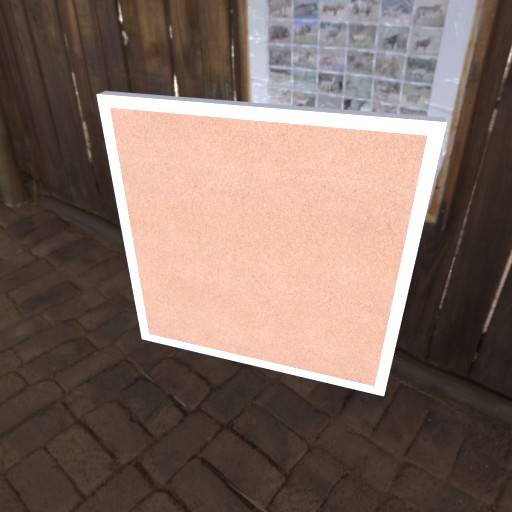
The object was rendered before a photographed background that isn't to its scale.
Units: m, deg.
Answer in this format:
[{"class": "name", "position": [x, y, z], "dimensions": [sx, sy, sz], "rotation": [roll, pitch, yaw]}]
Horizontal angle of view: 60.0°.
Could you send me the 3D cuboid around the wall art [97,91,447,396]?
[{"class": "wall art", "position": [0.000, 0.000, 1.145], "dimensions": [0.760, 0.760, 0.036], "rotation": [10, 34, 15]}]
